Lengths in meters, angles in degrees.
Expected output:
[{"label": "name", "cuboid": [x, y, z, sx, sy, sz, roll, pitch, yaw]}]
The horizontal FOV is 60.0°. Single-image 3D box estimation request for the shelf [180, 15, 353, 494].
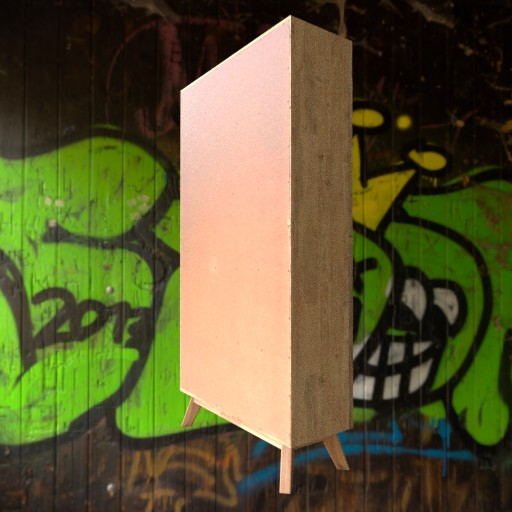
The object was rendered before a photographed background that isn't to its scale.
[{"label": "shelf", "cuboid": [0.000, 0.000, 1.737, 0.308, 1.471, 0.748, 1, -1, -36]}]
